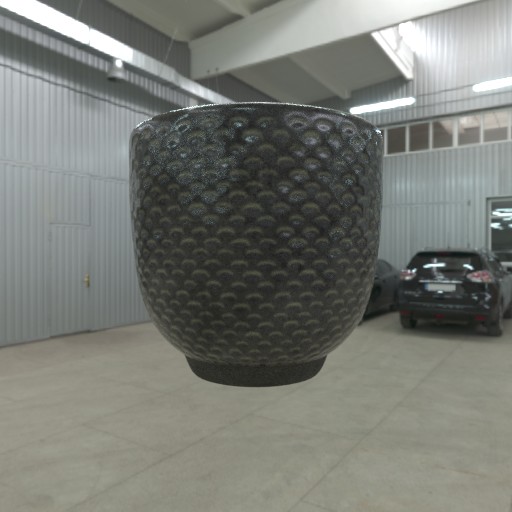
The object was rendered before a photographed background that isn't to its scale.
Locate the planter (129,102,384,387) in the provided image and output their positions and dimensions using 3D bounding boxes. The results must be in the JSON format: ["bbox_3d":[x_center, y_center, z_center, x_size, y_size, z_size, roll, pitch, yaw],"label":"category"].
[{"bbox_3d":[0.000,0.000,0.312,0.172,0.160,0.172,0,0,0],"label":"planter"}]
